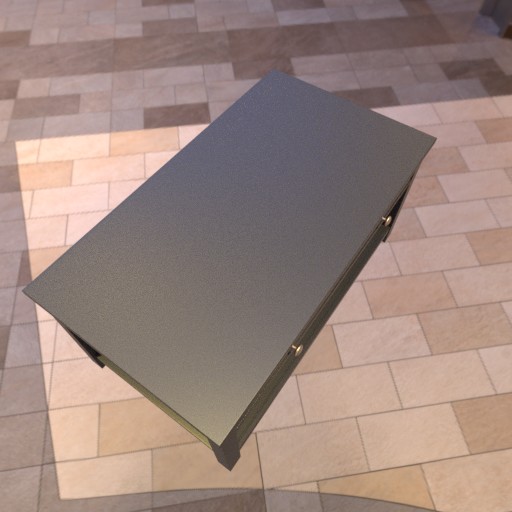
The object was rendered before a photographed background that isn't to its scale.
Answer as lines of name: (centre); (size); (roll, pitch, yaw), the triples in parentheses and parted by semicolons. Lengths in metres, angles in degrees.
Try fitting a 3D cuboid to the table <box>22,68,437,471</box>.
table: (0.000, 0.000, 1.403); (0.612, 0.493, 1.068); (31, 62, 18)
